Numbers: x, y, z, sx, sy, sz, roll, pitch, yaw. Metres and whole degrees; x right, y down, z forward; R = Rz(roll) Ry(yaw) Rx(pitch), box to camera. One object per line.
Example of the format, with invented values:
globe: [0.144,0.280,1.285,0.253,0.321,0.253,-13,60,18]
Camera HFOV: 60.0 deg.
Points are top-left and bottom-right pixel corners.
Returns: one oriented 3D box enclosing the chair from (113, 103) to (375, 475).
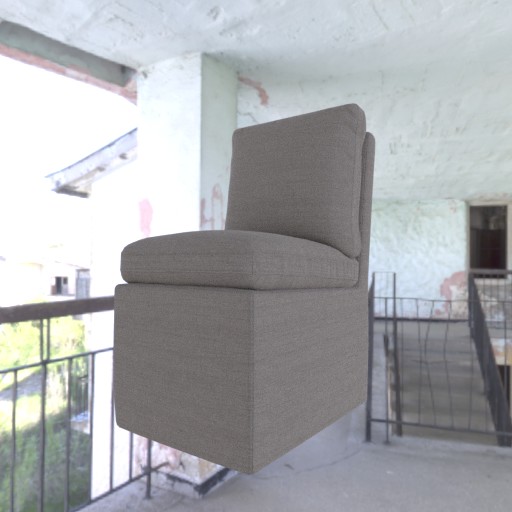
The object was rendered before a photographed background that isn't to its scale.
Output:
chair: [0.000,0.000,1.320,0.503,0.927,0.698,0,0,37]
